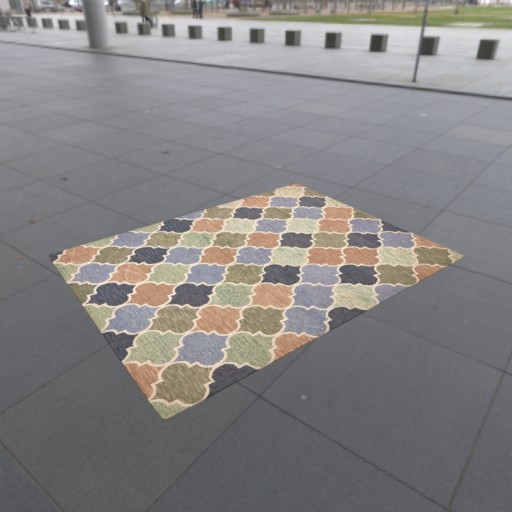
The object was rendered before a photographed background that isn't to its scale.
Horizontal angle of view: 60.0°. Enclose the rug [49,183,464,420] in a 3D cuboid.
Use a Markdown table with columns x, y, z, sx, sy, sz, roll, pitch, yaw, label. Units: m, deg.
| x | y | z | sx | sy | sz | roll | pitch | yaw | label |
| --- | --- | --- | --- | --- | --- | --- | --- | --- | --- |
| 0.000 | 0.000 | 4.272 | 3.200 | 0.013 | 2.439 | -21 | 36 | -31 | rug |
